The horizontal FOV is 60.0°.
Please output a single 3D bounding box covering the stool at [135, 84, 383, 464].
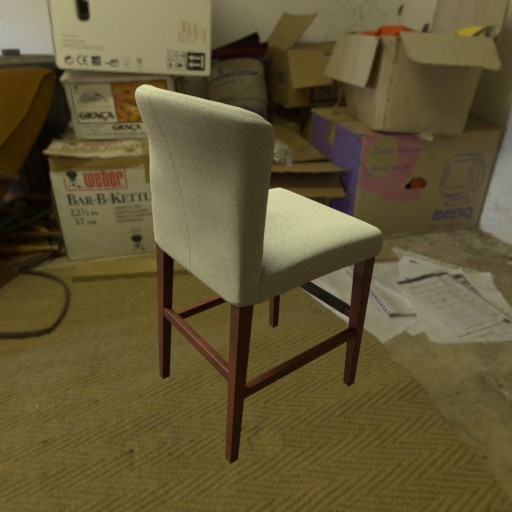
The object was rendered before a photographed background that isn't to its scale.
[{"bbox_3d":[0.000,0.000,1.302,0.568,0.968,0.479,-20,34,-32],"label":"stool"}]
